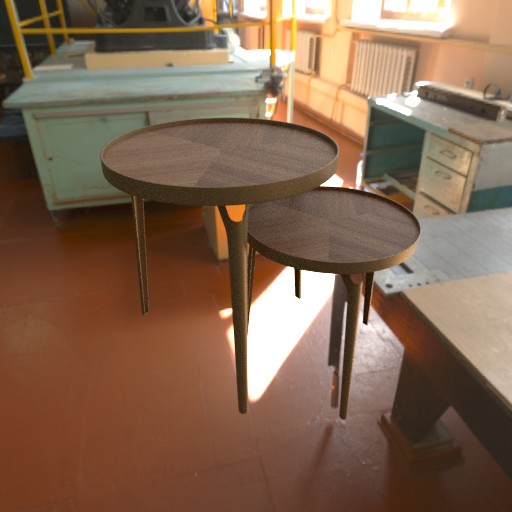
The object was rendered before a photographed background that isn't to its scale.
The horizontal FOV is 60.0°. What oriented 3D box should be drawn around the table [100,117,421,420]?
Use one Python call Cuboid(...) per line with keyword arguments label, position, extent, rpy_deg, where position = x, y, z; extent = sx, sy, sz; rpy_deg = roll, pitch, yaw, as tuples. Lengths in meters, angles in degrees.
Cuboid(label="table", position=(0.000, 0.000, 1.126), extent=(0.751, 0.555, 0.532), rpy_deg=(10, 32, 17))
